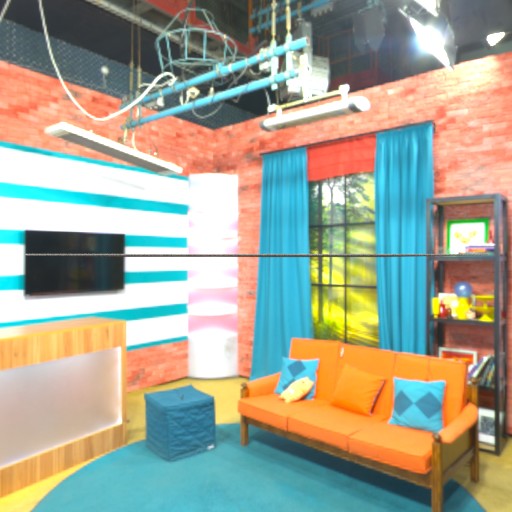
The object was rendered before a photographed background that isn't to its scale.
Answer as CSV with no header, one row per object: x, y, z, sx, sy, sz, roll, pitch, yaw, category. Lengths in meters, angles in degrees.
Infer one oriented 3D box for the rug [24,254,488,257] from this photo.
0.000,0.000,4.103,3.036,0.008,2.440,0,0,0,rug
